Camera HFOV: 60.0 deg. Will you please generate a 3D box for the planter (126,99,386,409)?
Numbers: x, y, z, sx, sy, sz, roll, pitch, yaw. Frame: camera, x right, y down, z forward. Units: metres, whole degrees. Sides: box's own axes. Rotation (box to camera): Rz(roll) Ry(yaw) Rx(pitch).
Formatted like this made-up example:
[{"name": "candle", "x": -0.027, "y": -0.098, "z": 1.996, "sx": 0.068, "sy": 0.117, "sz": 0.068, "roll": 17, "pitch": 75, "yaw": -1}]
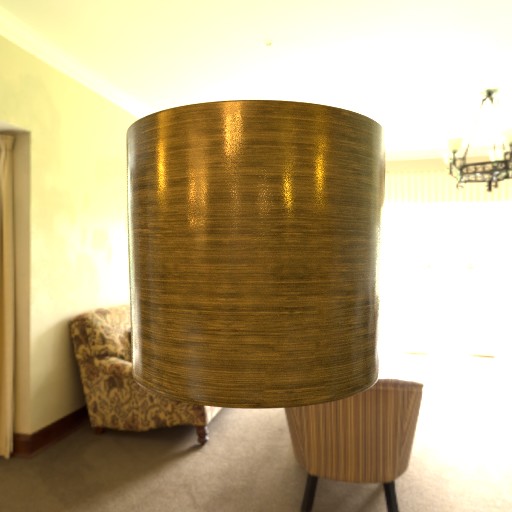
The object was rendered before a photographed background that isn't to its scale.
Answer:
[{"name": "planter", "x": 0.000, "y": 0.000, "z": 0.394, "sx": 0.221, "sy": 0.201, "sz": 0.221, "roll": 0, "pitch": 0, "yaw": 0}]
